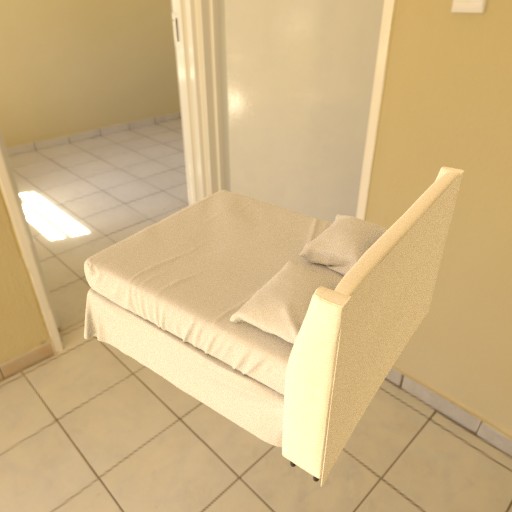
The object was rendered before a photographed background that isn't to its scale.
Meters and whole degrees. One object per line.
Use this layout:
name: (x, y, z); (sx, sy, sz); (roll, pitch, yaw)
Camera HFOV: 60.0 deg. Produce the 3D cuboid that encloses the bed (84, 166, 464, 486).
bed: (0.000, 0.000, 3.354); (2.276, 1.332, 1.925); (21, 37, 30)
